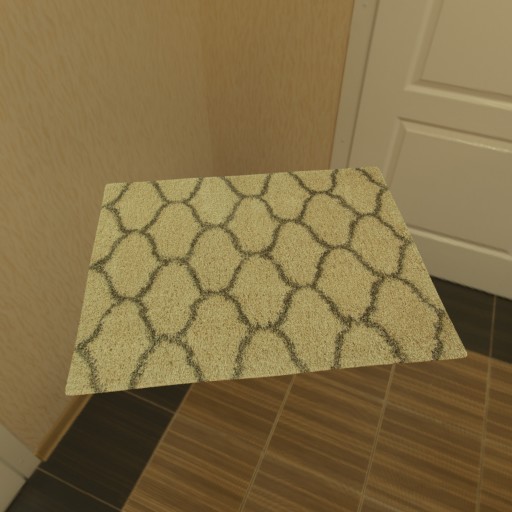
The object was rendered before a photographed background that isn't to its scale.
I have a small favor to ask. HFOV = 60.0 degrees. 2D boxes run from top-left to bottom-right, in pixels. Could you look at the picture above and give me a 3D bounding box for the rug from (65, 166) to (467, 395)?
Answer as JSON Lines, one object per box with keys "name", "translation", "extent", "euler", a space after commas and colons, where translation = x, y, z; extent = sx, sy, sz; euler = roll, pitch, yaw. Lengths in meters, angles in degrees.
{"name": "rug", "translation": [0.000, 0.000, 4.064], "extent": [3.000, 0.026, 2.399], "euler": [-4, 48, -4]}
